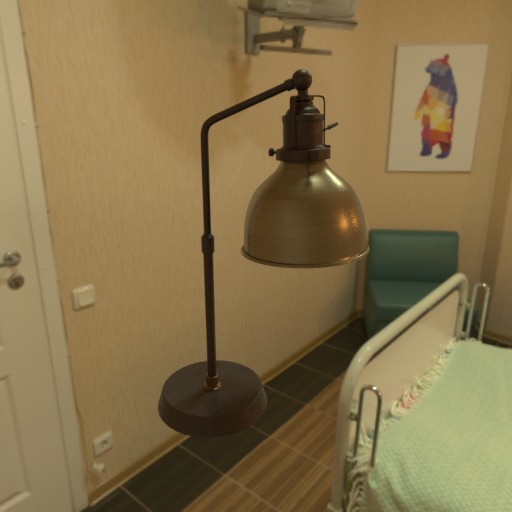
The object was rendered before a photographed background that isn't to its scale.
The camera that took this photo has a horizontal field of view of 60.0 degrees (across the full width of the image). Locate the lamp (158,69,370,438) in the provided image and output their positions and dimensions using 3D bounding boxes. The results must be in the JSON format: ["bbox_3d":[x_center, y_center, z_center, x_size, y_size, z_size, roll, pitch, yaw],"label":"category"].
[{"bbox_3d":[0.000,0.000,0.602,0.298,0.469,0.175,3,17,10],"label":"lamp"}]
